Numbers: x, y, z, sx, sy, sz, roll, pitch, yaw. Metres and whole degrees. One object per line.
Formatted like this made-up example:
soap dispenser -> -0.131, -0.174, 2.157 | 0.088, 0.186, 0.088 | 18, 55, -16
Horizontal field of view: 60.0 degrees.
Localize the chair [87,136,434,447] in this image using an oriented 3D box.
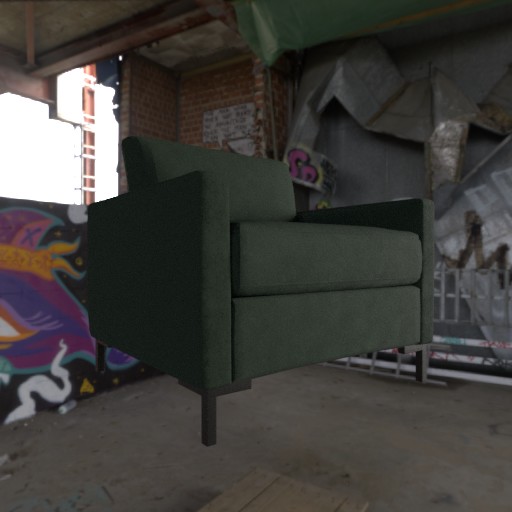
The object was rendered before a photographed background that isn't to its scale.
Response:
chair -> 0.000, 0.000, 1.585 | 0.963, 0.861, 0.866 | 0, 0, -37
